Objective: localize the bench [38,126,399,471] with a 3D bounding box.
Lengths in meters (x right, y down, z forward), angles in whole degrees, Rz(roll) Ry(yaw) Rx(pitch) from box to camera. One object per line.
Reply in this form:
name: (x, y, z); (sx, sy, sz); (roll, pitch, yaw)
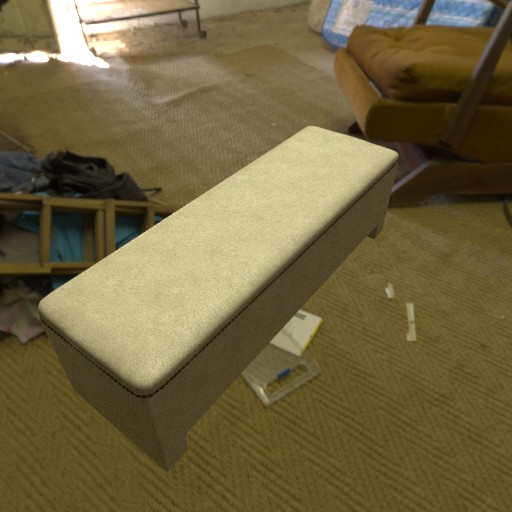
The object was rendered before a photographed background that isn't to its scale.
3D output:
bench: (0.000, 0.000, 1.707); (0.470, 0.447, 1.482); (27, 48, 27)
